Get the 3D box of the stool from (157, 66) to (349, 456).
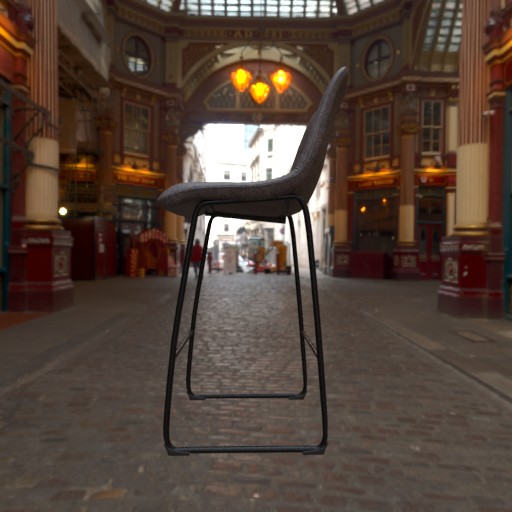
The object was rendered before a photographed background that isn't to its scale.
[{"bbox_3d":[0.000,0.000,1.432,0.561,1.082,0.514,0,1,-1],"label":"stool"}]
